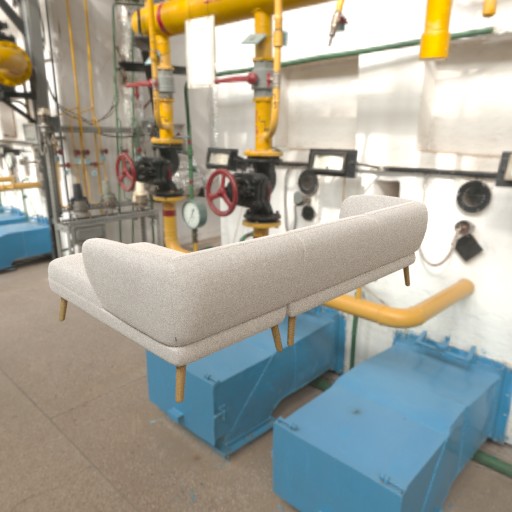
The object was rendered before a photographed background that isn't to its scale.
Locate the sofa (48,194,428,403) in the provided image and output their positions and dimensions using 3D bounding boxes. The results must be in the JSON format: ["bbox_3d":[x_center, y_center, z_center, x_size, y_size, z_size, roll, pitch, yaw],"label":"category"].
[{"bbox_3d":[0.000,0.000,3.340,1.610,0.730,2.660,15,21,43],"label":"sofa"}]
